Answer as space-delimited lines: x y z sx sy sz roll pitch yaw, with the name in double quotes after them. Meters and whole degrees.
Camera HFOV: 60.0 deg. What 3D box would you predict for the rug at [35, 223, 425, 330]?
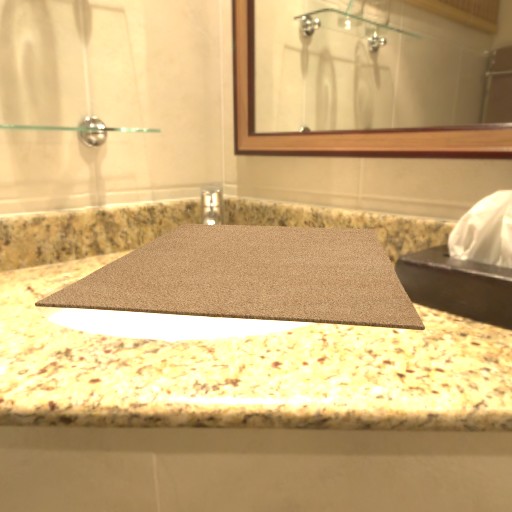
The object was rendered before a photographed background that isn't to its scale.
0.000 0.000 4.098 2.400 0.026 3.000 2 14 9 "rug"
